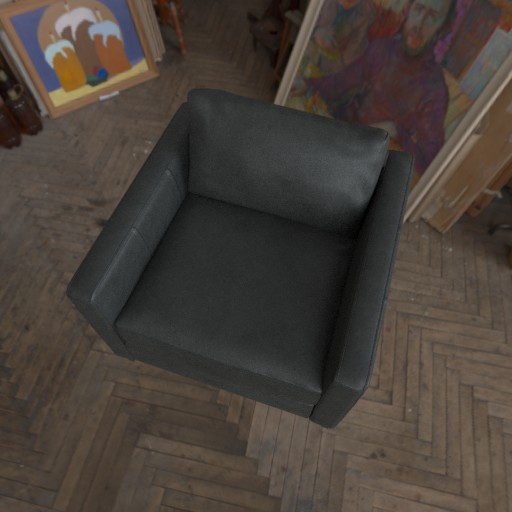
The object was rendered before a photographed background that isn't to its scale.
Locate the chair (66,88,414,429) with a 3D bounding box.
[{"bbox_3d":[0.000,0.000,1.516,0.967,0.824,0.861,16,60,10],"label":"chair"}]
